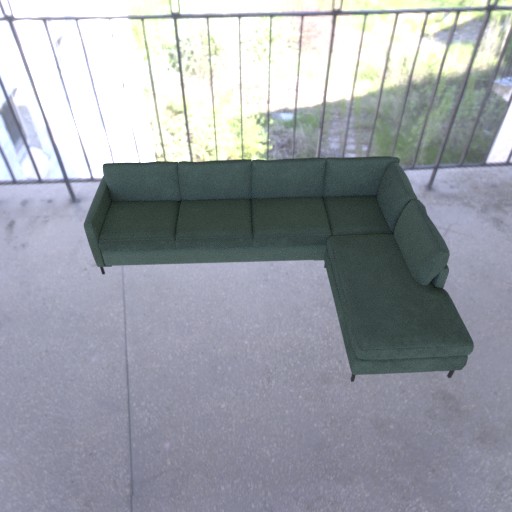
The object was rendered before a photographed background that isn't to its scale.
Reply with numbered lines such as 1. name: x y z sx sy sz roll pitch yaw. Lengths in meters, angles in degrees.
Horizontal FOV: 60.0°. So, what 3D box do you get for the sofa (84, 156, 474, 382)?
1. sofa: 0.000 0.000 3.144 2.486 0.687 1.707 -2 42 -2
